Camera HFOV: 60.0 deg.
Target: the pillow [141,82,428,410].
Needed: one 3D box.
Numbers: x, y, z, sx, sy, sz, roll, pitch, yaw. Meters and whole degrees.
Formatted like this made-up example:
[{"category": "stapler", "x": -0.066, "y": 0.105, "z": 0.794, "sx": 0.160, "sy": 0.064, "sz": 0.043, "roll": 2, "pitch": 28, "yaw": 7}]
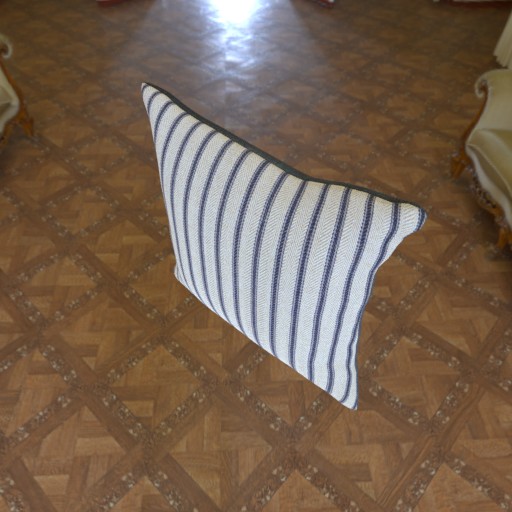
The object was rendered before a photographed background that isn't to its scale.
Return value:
[{"category": "pillow", "x": 0.000, "y": 0.000, "z": 0.716, "sx": 0.468, "sy": 0.444, "sz": 0.138, "roll": 32, "pitch": 54, "yaw": 27}]
